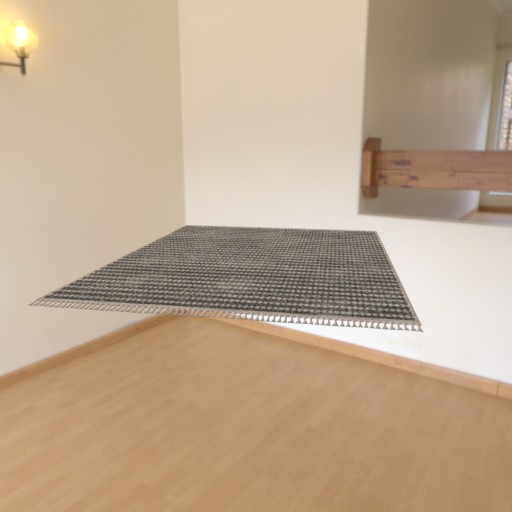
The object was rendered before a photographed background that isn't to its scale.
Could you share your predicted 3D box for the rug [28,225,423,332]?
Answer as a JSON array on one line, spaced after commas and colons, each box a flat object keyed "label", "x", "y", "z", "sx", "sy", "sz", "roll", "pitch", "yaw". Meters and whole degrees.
[{"label": "rug", "x": 0.000, "y": 0.000, "z": 3.827, "sx": 2.256, "sy": 0.013, "sz": 2.910, "roll": 2, "pitch": 14, "yaw": 10}]
